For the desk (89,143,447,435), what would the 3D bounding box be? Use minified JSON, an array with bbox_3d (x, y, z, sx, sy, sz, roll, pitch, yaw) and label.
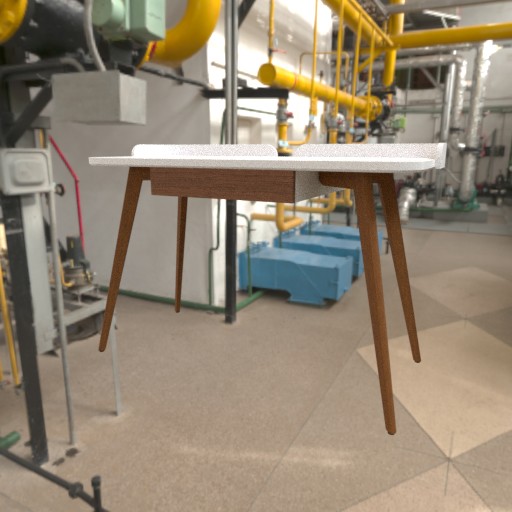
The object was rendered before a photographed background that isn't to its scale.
[{"bbox_3d":[0.000,0.000,1.641,1.206,0.807,0.534,7,15,27],"label":"desk"}]
